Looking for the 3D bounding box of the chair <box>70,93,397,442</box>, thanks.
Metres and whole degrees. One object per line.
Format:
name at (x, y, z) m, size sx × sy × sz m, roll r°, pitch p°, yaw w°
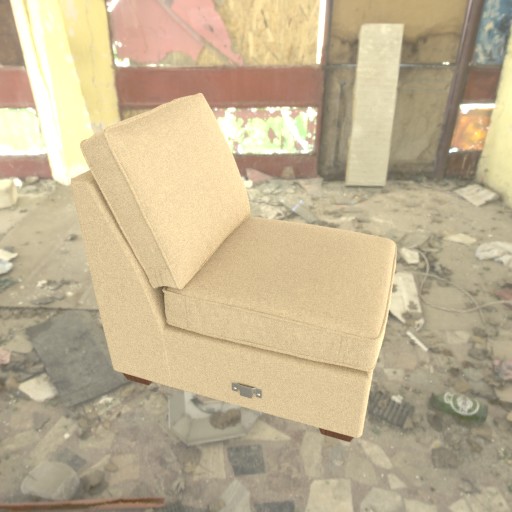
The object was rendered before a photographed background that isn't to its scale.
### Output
chair at (0.000, 0.000, 1.552) m, size 0.938 × 0.970 × 0.621 m, roll 10°, pitch 31°, yaw 17°
